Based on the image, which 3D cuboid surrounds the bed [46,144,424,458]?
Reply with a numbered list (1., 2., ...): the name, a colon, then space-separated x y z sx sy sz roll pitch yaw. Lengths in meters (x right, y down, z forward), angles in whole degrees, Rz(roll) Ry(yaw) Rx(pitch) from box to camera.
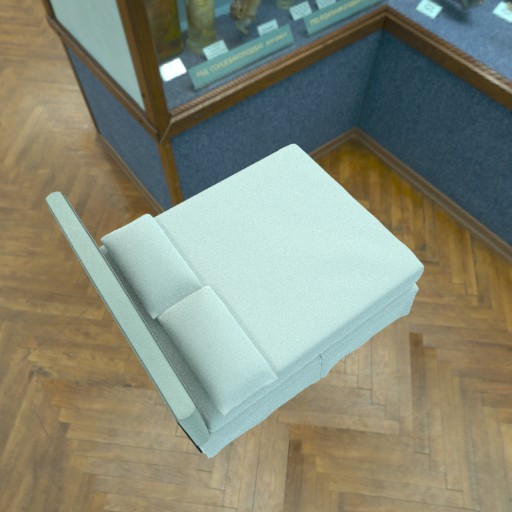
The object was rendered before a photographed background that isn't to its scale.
1. bed: 0.000 0.000 3.363 2.180 1.607 1.813 -32 64 -18
